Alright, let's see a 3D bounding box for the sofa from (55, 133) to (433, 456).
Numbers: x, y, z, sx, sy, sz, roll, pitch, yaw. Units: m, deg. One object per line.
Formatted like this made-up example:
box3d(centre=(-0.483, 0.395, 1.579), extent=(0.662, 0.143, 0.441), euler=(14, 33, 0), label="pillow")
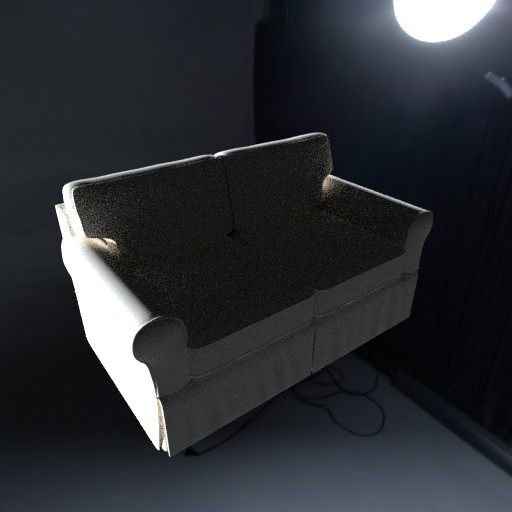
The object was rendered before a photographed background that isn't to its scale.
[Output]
box3d(centre=(0.000, 0.000, 2.326), extent=(1.727, 0.940, 0.991), euler=(-20, 35, -32), label="sofa")
